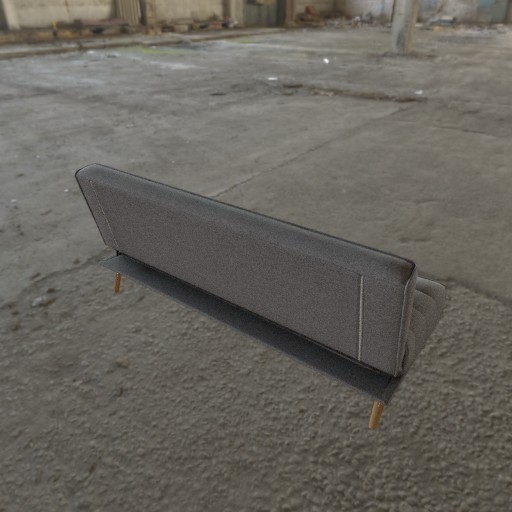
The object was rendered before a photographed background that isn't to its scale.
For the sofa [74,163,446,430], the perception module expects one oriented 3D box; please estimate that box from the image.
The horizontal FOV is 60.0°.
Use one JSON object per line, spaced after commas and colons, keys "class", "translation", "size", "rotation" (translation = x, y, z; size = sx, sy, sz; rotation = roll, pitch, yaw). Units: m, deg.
{"class": "sofa", "translation": [0.000, 0.000, 2.356], "size": [1.820, 0.830, 0.810], "rotation": [20, 36, 31]}
